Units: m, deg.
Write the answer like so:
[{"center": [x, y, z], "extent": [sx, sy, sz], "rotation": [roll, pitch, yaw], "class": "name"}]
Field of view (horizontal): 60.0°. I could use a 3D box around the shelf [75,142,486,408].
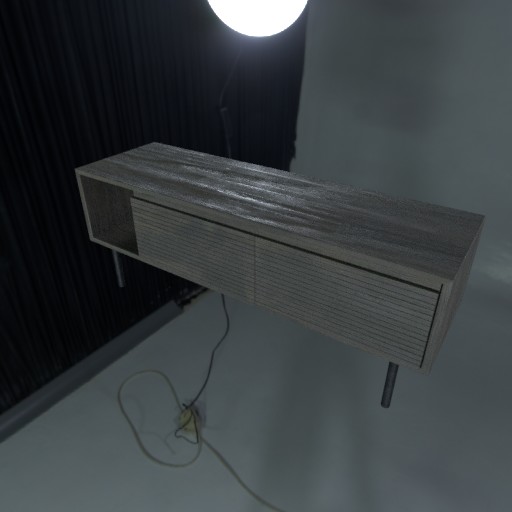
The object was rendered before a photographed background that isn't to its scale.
[{"center": [0.000, 0.000, 1.544], "extent": [1.300, 0.495, 0.400], "rotation": [19, 35, 28], "class": "shelf"}]
